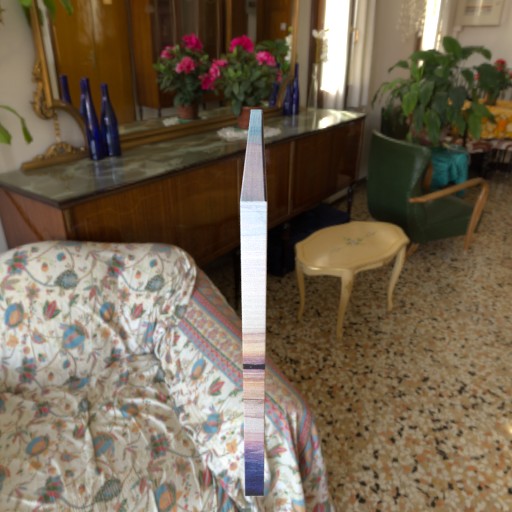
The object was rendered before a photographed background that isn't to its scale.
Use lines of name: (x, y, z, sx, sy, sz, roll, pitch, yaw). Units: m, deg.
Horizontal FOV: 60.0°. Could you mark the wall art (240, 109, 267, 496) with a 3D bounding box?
wall art: (0.000, 0.000, 1.145, 0.037, 0.605, 0.911, 0, 26, 0)
